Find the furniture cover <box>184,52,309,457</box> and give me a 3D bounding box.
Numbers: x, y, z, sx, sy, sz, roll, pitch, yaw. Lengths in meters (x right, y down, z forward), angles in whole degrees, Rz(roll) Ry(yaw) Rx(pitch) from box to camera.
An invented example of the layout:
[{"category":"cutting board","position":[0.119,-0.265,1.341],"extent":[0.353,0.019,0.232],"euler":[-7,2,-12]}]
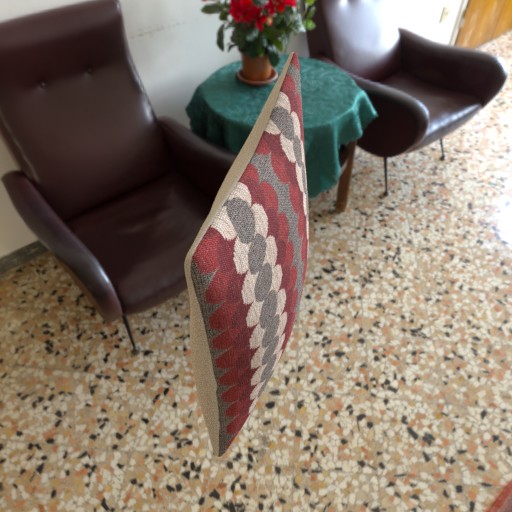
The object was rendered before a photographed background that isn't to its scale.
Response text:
[{"category":"furniture cover","position":[0.000,0.000,0.638],"extent":[0.145,0.420,0.435],"euler":[11,48,10]}]
